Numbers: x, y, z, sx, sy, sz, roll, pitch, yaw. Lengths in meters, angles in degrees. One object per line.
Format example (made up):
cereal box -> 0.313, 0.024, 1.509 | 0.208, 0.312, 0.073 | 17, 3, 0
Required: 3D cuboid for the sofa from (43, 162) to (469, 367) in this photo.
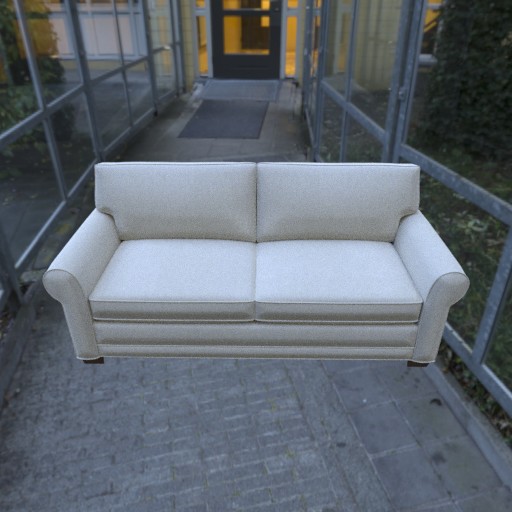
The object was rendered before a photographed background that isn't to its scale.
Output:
sofa -> 0.000, 0.000, 2.640 | 2.146, 0.962, 0.901 | 0, 30, 1
